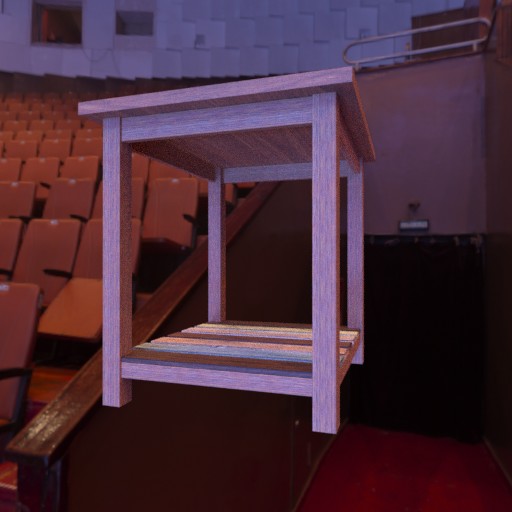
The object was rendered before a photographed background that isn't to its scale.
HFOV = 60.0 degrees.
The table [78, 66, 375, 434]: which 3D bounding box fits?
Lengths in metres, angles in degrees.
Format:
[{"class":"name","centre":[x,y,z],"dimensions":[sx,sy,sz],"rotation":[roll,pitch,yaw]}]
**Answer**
[{"class":"table","centre":[0.000,0.000,1.145],"dimensions":[0.559,0.635,0.660],"rotation":[0,0,18]}]
